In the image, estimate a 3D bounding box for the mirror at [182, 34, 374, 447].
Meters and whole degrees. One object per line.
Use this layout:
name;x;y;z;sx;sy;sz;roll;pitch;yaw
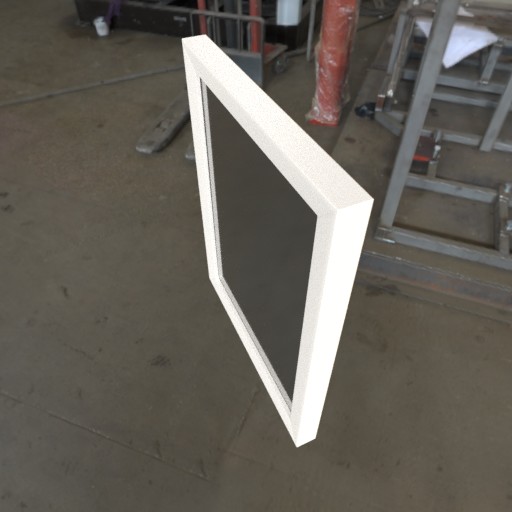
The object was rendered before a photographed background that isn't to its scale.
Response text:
mirror;0.000;0.000;0.678;0.041;0.508;0.405;-18;49;-17
